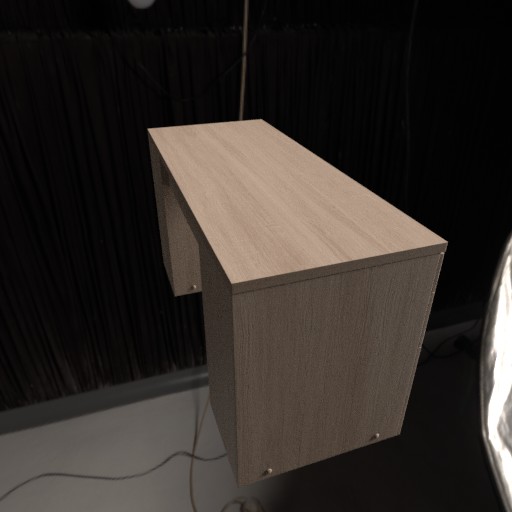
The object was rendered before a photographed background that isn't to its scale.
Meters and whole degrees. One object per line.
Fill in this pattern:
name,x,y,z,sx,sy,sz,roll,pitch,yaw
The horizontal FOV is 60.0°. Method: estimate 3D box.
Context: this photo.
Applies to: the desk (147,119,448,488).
desk,0.000,0.000,1.796,0.600,0.740,1.390,-10,32,-17
